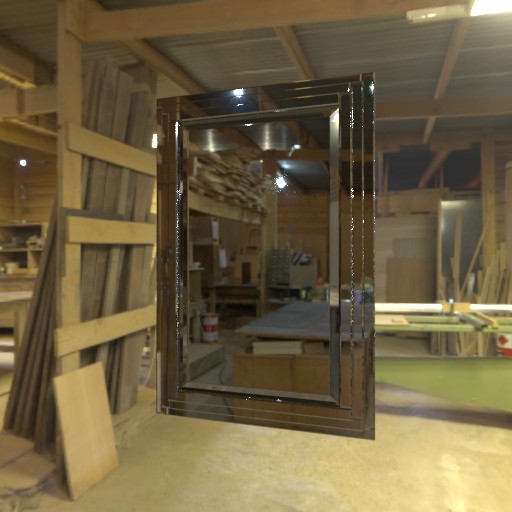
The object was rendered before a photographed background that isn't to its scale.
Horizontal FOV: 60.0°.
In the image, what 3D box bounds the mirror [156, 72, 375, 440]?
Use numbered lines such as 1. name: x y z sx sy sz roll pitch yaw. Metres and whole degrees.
1. mirror: 0.000 0.000 1.185 0.613 0.914 0.039 0 0 18
